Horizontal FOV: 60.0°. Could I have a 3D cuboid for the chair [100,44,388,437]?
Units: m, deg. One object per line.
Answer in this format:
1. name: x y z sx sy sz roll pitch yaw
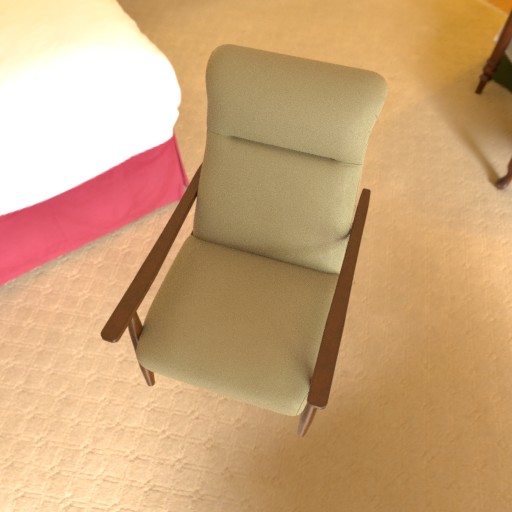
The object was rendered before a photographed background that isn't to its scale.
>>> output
1. chair: 0.000 0.000 1.719 0.762 1.082 1.014 15 59 9
